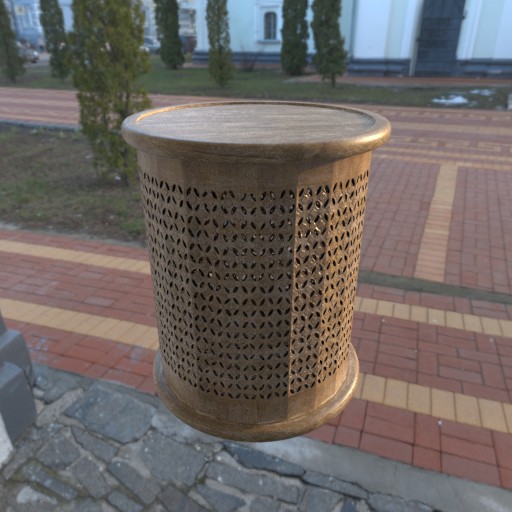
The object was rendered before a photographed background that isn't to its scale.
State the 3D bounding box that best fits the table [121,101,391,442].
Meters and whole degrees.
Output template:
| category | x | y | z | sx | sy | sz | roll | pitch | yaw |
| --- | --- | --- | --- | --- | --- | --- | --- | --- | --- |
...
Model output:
| category | x | y | z | sx | sy | sz | roll | pitch | yaw |
| --- | --- | --- | --- | --- | --- | --- | --- | --- | --- |
| table | 0.000 | 0.000 | 0.793 | 0.407 | 0.482 | 0.407 | 0 | 26 | 0 |
